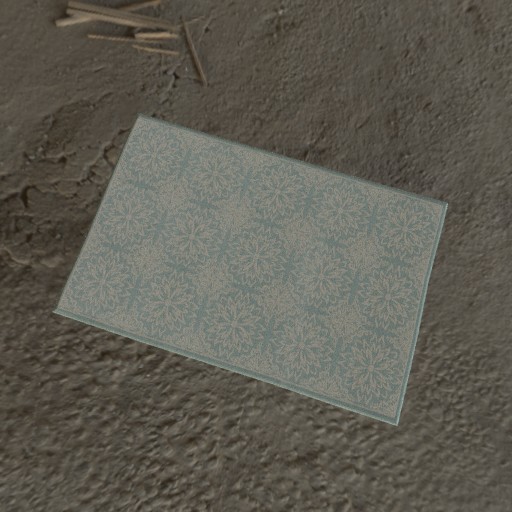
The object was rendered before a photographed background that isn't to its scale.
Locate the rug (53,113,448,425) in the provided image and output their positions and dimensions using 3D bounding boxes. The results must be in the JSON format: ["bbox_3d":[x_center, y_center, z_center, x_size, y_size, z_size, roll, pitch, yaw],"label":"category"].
[{"bbox_3d":[0.000,0.000,2.380,1.840,0.012,1.219,17,77,4],"label":"rug"}]
